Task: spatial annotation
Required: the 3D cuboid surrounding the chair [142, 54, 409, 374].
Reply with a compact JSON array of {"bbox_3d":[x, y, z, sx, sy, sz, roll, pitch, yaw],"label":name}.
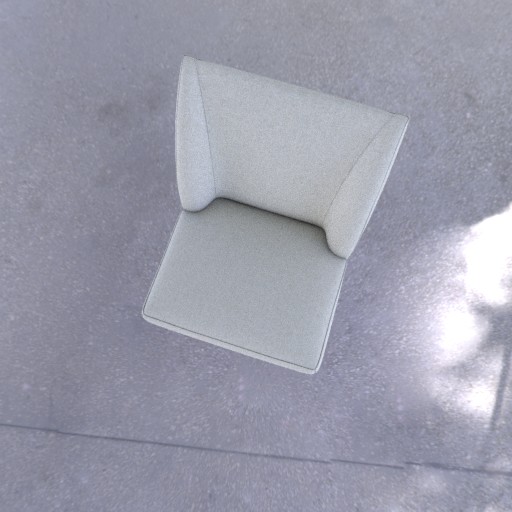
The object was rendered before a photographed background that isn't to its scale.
[{"bbox_3d":[0.000,0.000,1.225,0.508,0.863,0.522,17,76,4],"label":"chair"}]
